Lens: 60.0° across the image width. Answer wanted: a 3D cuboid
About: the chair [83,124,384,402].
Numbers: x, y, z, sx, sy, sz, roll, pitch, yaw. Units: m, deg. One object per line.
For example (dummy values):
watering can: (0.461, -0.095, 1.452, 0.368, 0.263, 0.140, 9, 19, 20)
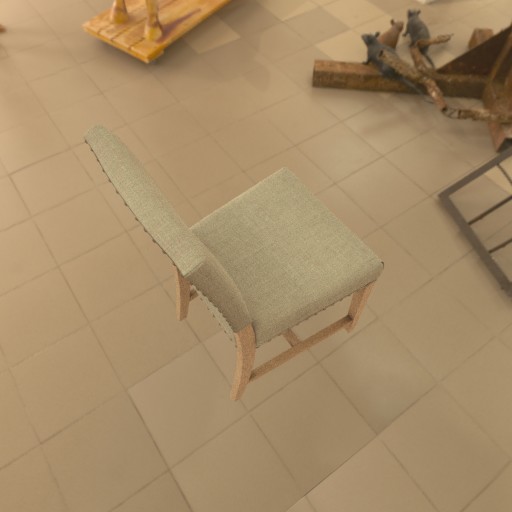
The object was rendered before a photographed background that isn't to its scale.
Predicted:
chair: (0.000, 0.000, 1.350, 0.622, 0.986, 0.508, -31, 63, -18)
